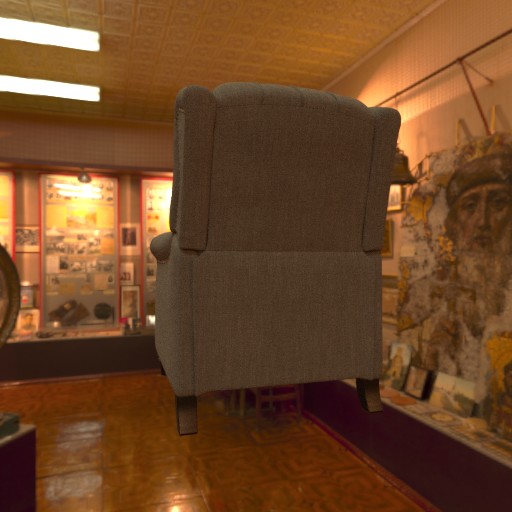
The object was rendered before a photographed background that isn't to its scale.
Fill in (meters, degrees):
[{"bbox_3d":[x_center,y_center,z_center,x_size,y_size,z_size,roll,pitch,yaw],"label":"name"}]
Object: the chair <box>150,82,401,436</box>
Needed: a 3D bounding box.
[{"bbox_3d":[0.000,0.000,1.680,0.742,1.035,0.898,0,0,-17],"label":"chair"}]
